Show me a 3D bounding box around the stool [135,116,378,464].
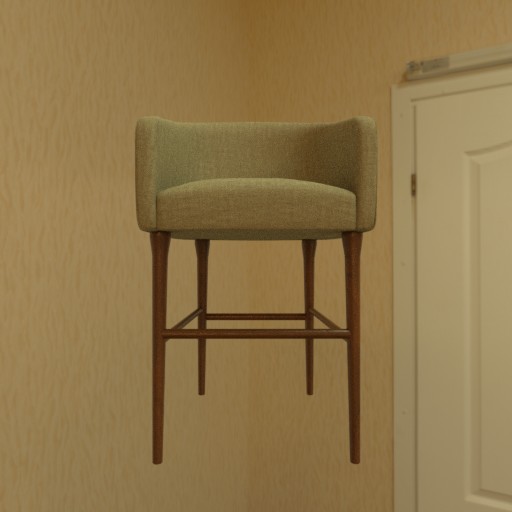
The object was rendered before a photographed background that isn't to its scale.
[{"bbox_3d":[0.000,0.000,1.298,0.559,0.952,0.635,0,-1,0],"label":"stool"}]
